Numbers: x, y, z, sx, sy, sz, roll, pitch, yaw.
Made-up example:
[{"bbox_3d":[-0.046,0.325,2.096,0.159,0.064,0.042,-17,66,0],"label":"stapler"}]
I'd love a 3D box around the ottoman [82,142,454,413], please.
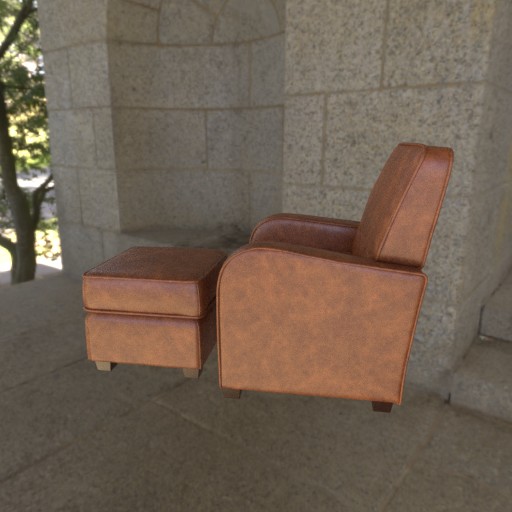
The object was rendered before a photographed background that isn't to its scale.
[{"bbox_3d":[0.000,0.000,1.819,1.314,0.904,0.732,2,15,9],"label":"ottoman"}]
